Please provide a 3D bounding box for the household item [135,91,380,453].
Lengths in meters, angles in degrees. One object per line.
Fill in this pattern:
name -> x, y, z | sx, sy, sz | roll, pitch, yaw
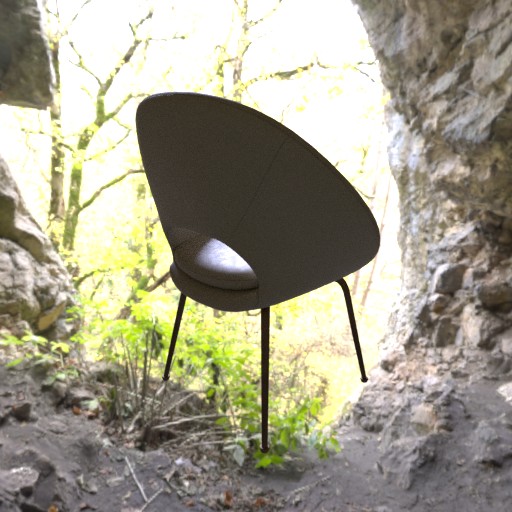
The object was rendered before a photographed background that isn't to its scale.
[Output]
household item -> 0.000, 0.000, 1.253 | 0.573, 0.852, 0.623 | -16, 23, -42
